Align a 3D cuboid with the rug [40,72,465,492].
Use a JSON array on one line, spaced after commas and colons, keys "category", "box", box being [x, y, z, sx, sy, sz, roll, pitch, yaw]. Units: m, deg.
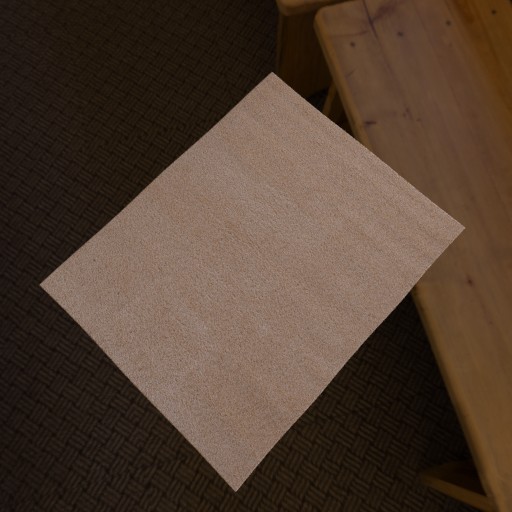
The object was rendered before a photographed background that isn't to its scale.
[{"category": "rug", "box": [0.000, 0.000, 3.971, 2.400, 0.025, 3.000, 42, 79, 10]}]
